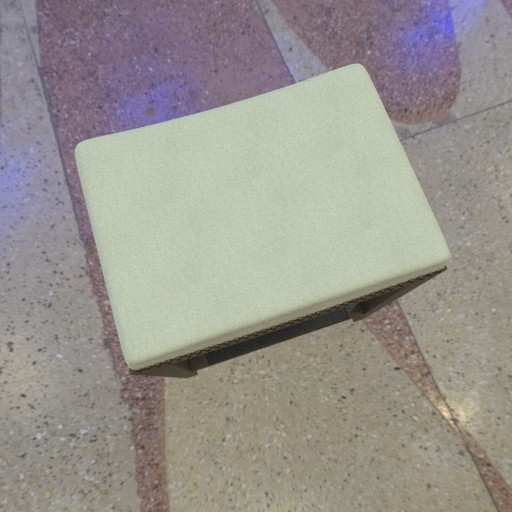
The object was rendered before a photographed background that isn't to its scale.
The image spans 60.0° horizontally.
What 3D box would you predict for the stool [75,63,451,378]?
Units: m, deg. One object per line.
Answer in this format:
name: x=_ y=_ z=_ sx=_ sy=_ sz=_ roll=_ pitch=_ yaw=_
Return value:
stool: x=0.000 y=0.000 z=0.929 sx=0.500 sy=0.642 sz=0.361 roll=-18 pitch=76 yaw=-5
